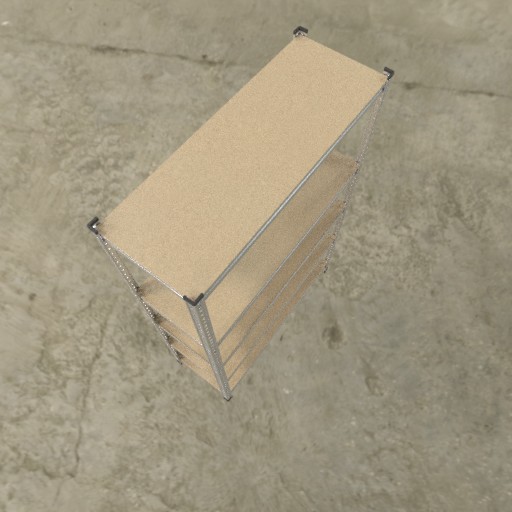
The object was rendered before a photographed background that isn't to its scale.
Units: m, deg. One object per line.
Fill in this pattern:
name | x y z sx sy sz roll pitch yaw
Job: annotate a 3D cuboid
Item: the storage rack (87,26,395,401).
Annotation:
storage rack | 0.000 0.000 2.397 0.457 1.829 1.219 34 68 16
